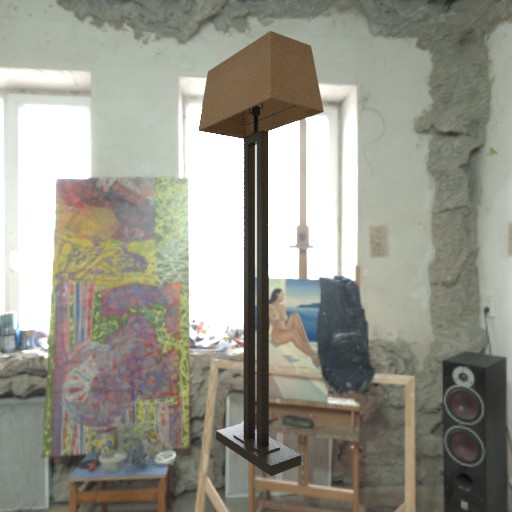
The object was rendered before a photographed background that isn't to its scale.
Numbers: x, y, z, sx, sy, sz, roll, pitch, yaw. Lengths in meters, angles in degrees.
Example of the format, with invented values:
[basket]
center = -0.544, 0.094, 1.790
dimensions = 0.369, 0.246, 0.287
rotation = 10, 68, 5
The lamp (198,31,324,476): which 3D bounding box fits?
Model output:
[lamp]
center = 0.000, 0.000, 1.656
dimensions = 0.233, 1.469, 0.475
rotation = -1, 1, -36
